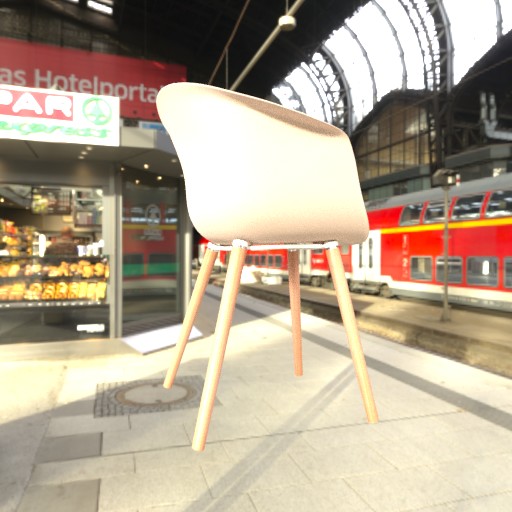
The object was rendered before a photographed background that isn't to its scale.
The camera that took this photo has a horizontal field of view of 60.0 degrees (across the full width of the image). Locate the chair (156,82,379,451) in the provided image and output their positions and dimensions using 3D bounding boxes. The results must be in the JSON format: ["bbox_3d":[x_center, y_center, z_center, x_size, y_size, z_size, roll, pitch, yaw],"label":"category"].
[{"bbox_3d":[0.000,0.000,1.159,0.504,0.781,0.593,0,1,-19],"label":"chair"}]
